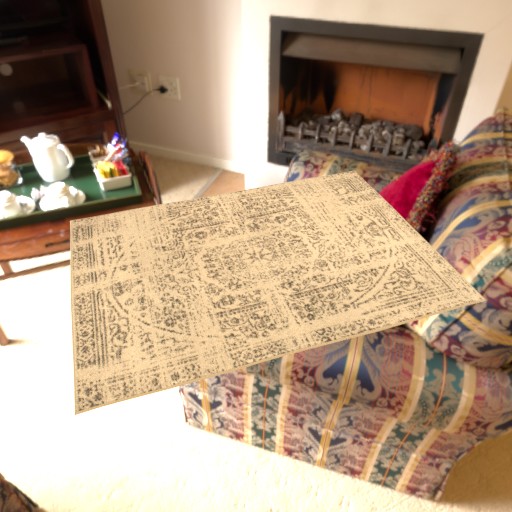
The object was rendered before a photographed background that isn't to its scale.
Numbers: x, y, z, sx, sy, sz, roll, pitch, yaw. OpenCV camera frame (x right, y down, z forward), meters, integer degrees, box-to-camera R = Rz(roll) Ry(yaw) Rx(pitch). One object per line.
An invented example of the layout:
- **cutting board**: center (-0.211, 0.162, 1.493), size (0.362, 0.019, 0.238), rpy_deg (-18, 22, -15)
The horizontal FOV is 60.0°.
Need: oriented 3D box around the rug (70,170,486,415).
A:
- **rug**: center (0.000, 0.000, 3.052), size (2.438, 0.026, 1.706), rpy_deg (-12, 42, -14)
